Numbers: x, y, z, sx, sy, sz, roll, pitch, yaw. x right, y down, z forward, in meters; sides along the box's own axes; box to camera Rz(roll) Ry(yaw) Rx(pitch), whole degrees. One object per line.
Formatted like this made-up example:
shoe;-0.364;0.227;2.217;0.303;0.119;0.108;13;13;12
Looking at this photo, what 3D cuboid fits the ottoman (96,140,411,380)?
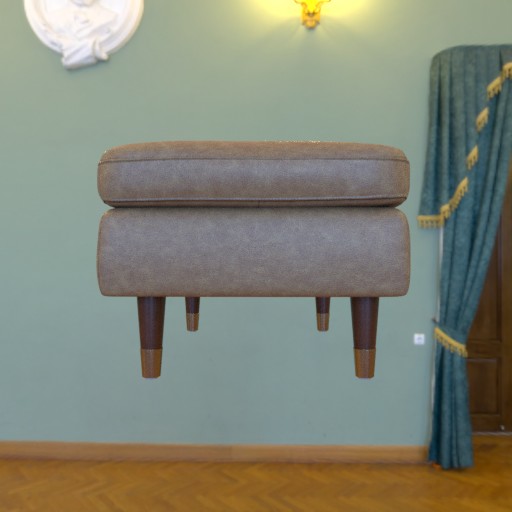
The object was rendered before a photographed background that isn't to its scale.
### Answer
ottoman;0.000;0.000;1.130;0.593;0.478;0.747;0;0;0
